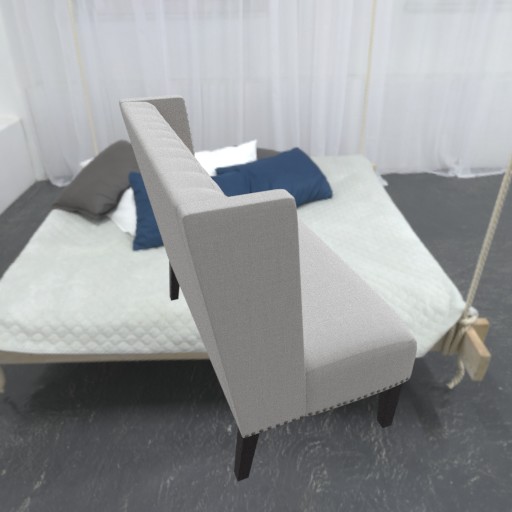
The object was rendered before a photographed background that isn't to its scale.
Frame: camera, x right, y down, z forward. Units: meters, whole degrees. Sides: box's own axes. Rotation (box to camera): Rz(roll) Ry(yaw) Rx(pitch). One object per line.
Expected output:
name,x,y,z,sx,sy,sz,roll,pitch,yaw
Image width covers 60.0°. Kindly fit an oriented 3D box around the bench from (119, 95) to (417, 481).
bench,0.000,0.000,1.918,0.847,1.123,1.280,-12,34,-18
